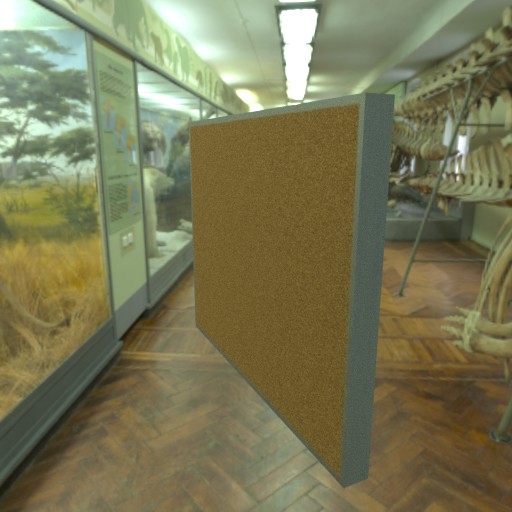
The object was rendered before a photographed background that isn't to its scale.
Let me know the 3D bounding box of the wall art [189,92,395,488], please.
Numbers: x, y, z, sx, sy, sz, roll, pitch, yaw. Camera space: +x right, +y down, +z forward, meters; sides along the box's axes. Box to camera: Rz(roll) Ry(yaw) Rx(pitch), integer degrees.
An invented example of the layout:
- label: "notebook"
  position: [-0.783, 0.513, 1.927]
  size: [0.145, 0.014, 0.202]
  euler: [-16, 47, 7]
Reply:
- label: "wall art"
  position: [0.000, 0.000, 0.732]
  size: [0.037, 0.450, 0.557]
  euler: [-7, 15, -25]
